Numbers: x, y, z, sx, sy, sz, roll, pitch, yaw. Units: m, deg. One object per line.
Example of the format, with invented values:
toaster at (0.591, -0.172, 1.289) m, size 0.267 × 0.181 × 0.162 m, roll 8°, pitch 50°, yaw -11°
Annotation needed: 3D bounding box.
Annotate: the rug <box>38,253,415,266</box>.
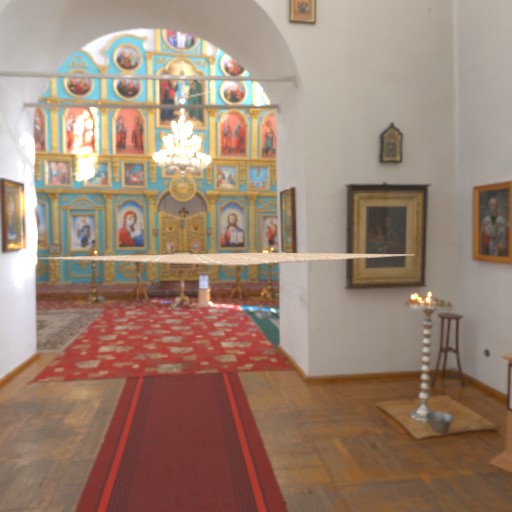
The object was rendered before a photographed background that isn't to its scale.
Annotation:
rug at (0.000, 0.000, 2.329) m, size 1.146 × 0.010 × 1.745 m, roll 1°, pitch 2°, yaw 36°
